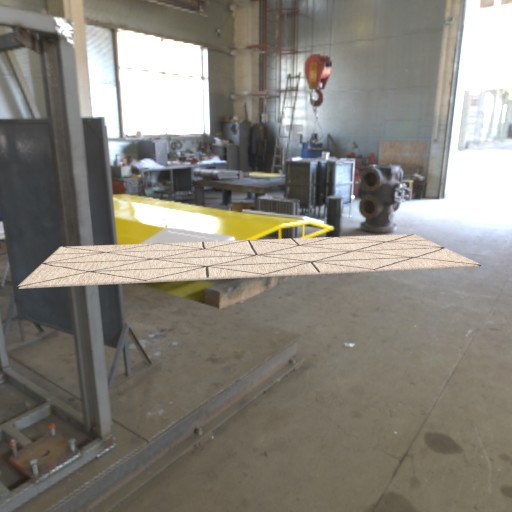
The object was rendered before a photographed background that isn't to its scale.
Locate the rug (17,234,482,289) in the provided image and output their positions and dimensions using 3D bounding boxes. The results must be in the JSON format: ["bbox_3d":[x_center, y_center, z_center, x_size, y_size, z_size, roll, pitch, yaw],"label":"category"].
[{"bbox_3d":[0.000,0.000,2.661,2.438,0.012,0.762,-2,16,-8],"label":"rug"}]
